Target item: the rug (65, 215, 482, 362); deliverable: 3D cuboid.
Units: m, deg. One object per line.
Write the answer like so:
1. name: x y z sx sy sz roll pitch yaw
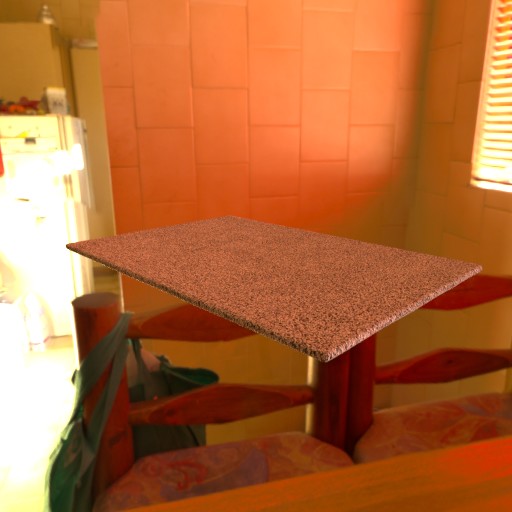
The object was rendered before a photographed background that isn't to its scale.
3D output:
1. rug: 0.000 0.000 2.255 1.219 0.030 1.778 -15 22 -43
